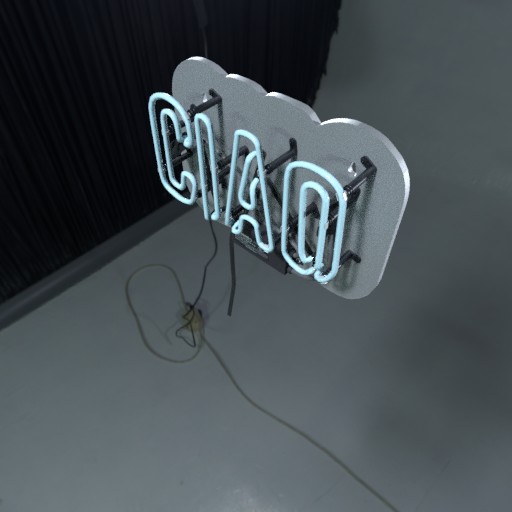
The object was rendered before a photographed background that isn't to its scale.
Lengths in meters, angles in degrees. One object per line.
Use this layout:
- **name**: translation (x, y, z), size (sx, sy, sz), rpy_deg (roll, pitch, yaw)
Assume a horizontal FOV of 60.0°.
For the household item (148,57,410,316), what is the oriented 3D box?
- **household item**: translation (0.000, 0.000, 0.390), size (0.211, 0.294, 0.042), rpy_deg (33, 55, 27)
